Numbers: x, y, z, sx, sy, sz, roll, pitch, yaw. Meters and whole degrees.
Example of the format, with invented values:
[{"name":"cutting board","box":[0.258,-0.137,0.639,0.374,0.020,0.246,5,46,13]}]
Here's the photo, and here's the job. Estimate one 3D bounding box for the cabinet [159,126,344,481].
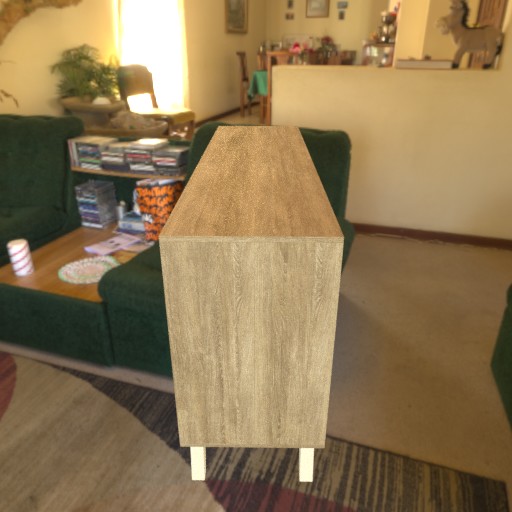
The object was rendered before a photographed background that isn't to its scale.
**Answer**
[{"name":"cabinet","box":[0.000,0.000,1.983,0.450,0.870,1.600,0,26,1]}]
